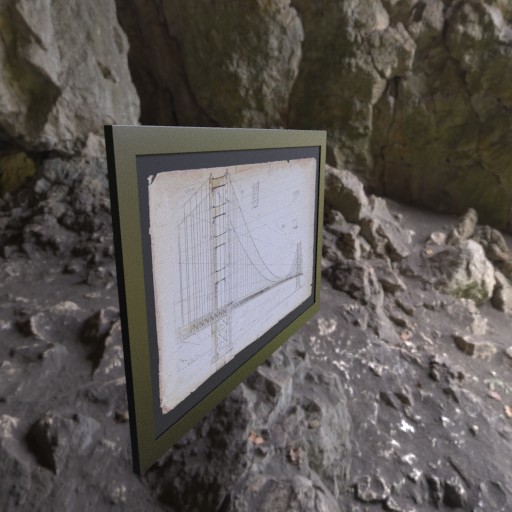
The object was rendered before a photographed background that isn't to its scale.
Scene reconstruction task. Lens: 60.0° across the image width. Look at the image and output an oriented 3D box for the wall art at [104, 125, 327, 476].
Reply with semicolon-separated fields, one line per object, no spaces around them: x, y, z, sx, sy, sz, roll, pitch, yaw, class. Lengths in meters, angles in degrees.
0.000;0.000;0.812;0.013;0.447;0.660;8;17;28;wall art
